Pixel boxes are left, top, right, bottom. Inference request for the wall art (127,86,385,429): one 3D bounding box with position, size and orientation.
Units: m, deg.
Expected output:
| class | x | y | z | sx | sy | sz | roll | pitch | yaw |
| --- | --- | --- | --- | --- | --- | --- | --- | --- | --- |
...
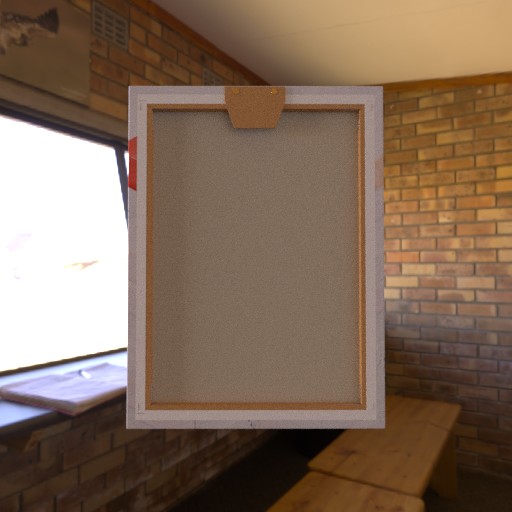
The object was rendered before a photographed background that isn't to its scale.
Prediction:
| class | x | y | z | sx | sy | sz | roll | pitch | yaw |
| --- | --- | --- | --- | --- | --- | --- | --- | --- | --- |
| wall art | 0.000 | 0.000 | 1.325 | 0.759 | 1.014 | 0.045 | 0 | -1 | 0 |
